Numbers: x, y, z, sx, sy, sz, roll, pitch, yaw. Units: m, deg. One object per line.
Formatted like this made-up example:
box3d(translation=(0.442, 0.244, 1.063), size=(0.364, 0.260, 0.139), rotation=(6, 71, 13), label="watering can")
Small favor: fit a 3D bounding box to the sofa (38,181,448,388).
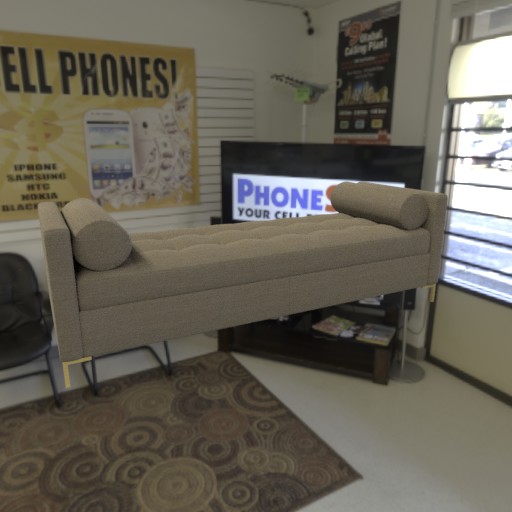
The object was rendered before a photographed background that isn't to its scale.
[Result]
box3d(translation=(0.000, 0.000, 2.318), size=(1.981, 0.635, 0.686), rotation=(-8, 18, -26), label="sofa")
